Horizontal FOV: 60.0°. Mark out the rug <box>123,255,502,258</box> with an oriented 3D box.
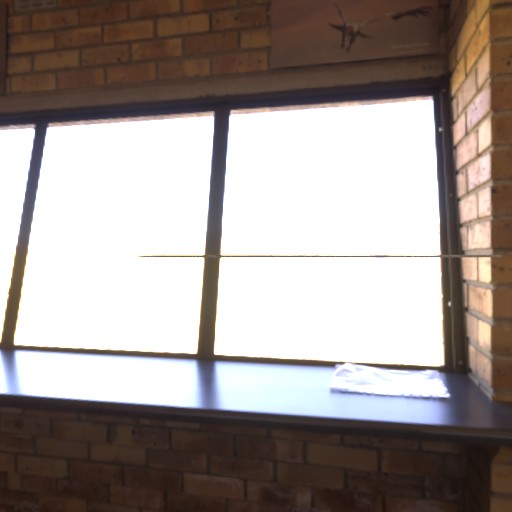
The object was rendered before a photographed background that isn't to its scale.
[{"bbox_3d":[0.000,0.000,2.125,1.143,0.008,1.753,0,0,-19],"label":"rug"}]
